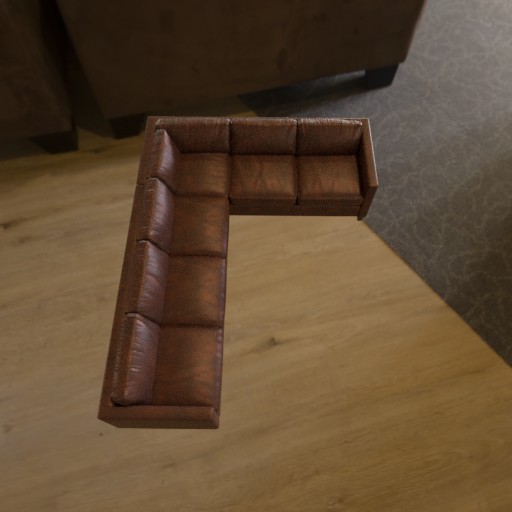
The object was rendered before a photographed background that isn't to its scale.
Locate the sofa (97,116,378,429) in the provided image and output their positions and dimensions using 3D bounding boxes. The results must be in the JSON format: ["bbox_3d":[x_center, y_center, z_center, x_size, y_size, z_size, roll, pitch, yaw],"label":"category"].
[{"bbox_3d":[0.000,0.000,4.371,2.438,0.836,3.152,1,62,0],"label":"sofa"}]
